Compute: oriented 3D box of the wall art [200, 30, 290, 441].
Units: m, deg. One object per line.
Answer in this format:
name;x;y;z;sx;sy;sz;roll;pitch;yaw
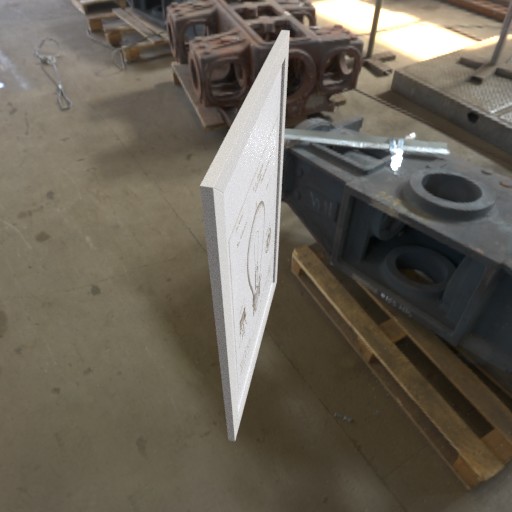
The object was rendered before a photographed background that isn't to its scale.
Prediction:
wall art;0.000;0.000;0.607;0.010;0.474;0.325;9;47;9
